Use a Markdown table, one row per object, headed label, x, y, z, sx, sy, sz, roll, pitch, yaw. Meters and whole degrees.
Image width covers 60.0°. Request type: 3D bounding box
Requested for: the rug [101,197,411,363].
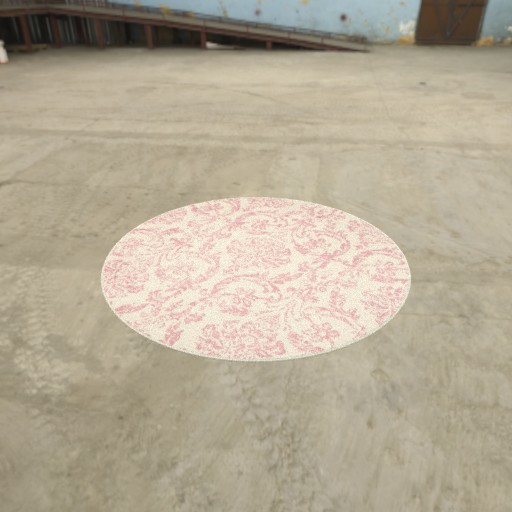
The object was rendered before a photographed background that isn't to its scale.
| label | x | y | z | sx | sy | sz | roll | pitch | yaw |
| --- | --- | --- | --- | --- | --- | --- | --- | --- | --- |
| rug | 0.000 | 0.000 | 2.376 | 1.593 | 0.012 | 1.593 | 0 | 31 | 0 |
